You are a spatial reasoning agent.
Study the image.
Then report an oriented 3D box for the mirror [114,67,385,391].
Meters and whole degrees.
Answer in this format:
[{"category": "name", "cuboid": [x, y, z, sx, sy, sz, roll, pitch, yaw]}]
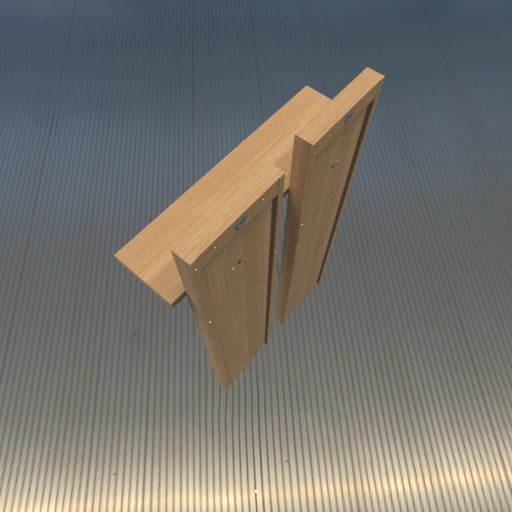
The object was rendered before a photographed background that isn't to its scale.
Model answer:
[{"category": "mirror", "cuboid": [0.000, 0.000, 1.591, 0.260, 1.250, 0.800, 37, 68, 18]}]
